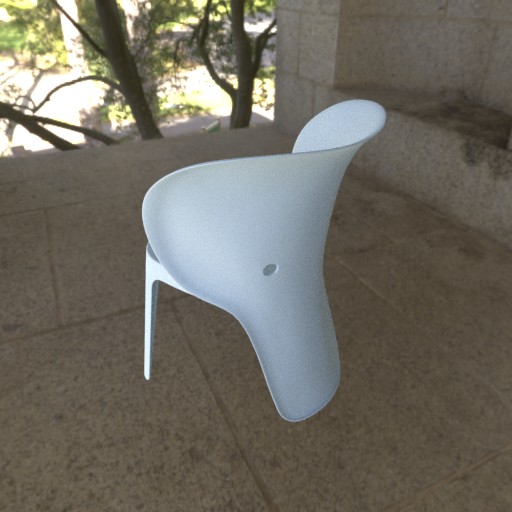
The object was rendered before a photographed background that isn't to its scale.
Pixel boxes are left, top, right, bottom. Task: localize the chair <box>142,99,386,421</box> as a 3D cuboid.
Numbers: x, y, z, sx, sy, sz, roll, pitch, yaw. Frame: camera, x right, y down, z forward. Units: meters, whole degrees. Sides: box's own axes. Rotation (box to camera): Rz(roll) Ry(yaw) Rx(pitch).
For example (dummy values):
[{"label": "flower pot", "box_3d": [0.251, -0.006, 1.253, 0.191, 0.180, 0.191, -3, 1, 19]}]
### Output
[{"label": "chair", "box_3d": [0.000, 0.000, 0.865, 0.402, 0.554, 0.451, 21, 38, 30]}]
